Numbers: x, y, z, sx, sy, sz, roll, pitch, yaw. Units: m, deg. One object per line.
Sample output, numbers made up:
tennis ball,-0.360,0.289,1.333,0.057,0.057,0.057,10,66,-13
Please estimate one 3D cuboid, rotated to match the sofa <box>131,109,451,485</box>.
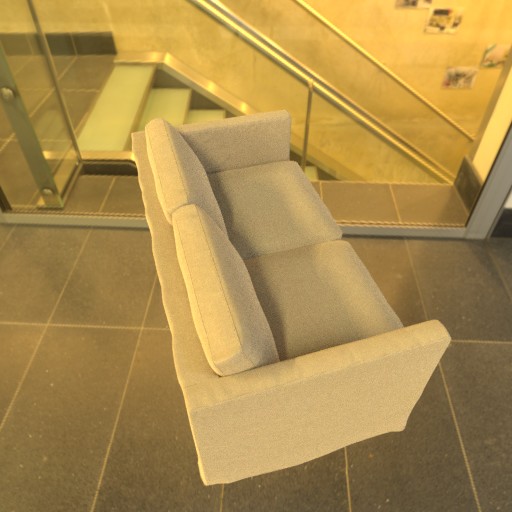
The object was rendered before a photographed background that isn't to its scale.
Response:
sofa,0.000,0.000,2.186,0.962,0.835,1.719,-12,47,-12
